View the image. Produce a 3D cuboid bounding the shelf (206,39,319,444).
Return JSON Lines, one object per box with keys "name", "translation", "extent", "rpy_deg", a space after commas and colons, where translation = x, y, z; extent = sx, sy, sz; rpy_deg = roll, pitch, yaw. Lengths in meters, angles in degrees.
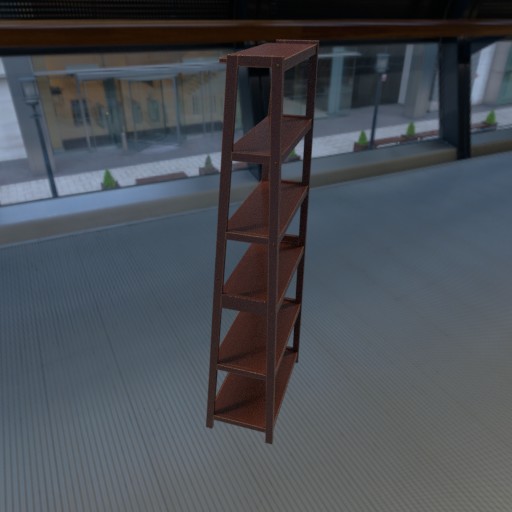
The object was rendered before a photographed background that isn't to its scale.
{"name": "shelf", "translation": [0.000, 0.000, 2.203], "extent": [0.381, 1.892, 0.660], "rpy_deg": [9, 31, 15]}
